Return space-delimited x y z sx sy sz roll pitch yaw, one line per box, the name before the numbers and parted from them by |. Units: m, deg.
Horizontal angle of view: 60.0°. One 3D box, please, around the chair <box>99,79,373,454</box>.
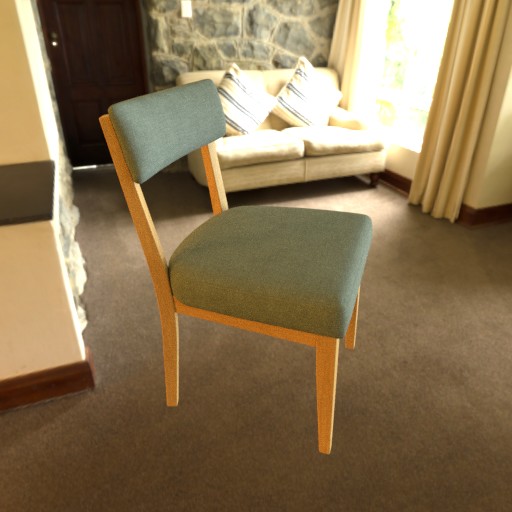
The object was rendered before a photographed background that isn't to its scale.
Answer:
chair | 0.000 0.000 1.200 0.572 0.832 0.508 9 30 17
